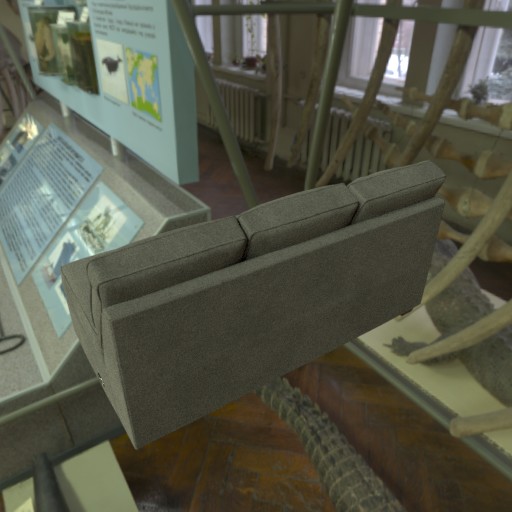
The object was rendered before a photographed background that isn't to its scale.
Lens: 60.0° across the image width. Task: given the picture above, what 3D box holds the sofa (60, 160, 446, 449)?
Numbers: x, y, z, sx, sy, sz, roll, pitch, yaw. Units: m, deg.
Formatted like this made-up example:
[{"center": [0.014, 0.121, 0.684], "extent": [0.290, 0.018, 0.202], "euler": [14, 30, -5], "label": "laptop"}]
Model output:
[{"center": [0.000, 0.000, 2.531], "extent": [1.962, 0.973, 1.027], "euler": [-19, 35, -29], "label": "sofa"}]
